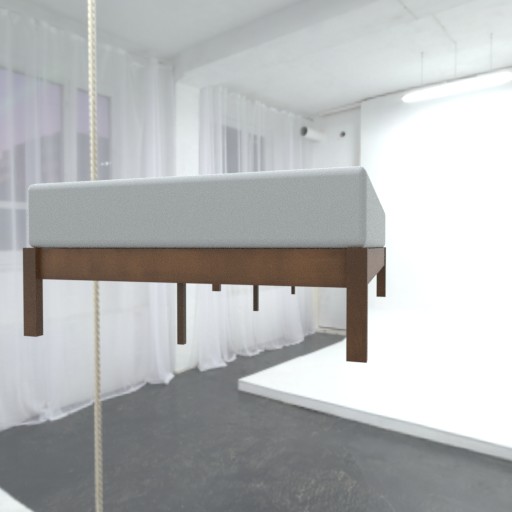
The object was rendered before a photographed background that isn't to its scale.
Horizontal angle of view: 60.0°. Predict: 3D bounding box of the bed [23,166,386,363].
[{"bbox_3d":[0.000,0.000,2.492,1.348,0.616,1.927,0,1,18],"label":"bed"}]
